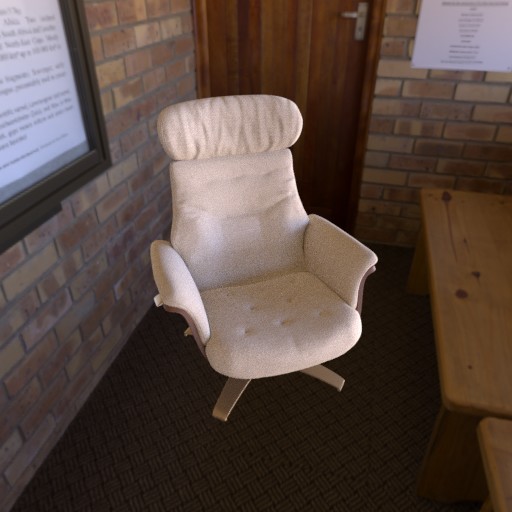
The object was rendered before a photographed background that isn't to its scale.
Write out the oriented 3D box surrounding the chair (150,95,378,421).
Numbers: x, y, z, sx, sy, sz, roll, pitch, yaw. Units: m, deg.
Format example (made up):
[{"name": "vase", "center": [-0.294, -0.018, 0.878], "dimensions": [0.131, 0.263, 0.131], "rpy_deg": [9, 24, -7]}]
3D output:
[{"name": "chair", "center": [0.000, 0.000, 1.652], "dimensions": [0.785, 0.995, 0.837], "rpy_deg": [-10, 34, -15]}]
